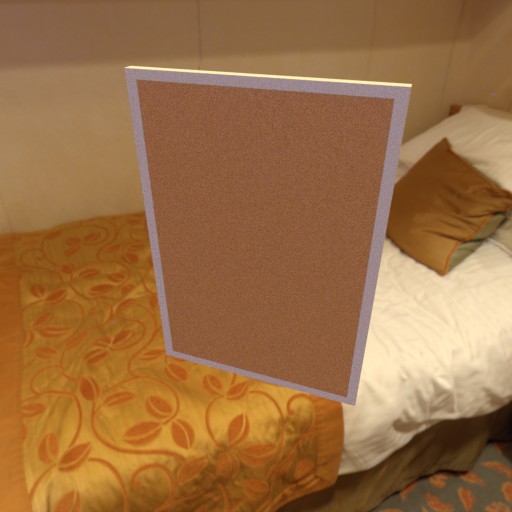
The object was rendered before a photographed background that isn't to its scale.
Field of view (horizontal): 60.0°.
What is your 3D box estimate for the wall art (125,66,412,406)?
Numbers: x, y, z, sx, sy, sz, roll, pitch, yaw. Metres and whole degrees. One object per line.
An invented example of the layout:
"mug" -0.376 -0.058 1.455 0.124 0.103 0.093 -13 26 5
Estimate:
"wall art" 0.000 0.000 0.564 0.303 0.433 0.013 11 34 17
